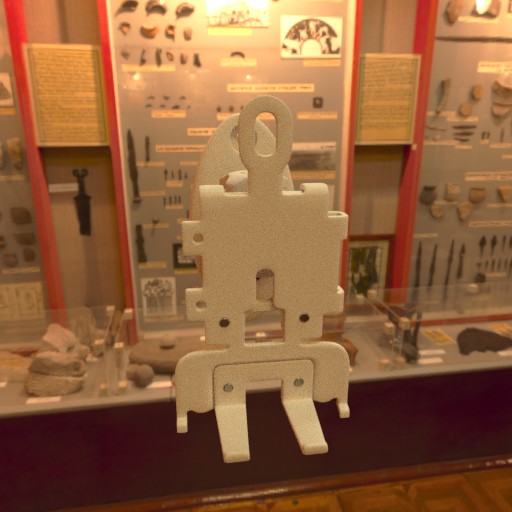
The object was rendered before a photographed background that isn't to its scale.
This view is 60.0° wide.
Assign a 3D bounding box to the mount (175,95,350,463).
[{"bbox_3d":[0.000,0.000,0.175,0.066,0.118,0.100,-2,18,-7],"label":"mount"}]
